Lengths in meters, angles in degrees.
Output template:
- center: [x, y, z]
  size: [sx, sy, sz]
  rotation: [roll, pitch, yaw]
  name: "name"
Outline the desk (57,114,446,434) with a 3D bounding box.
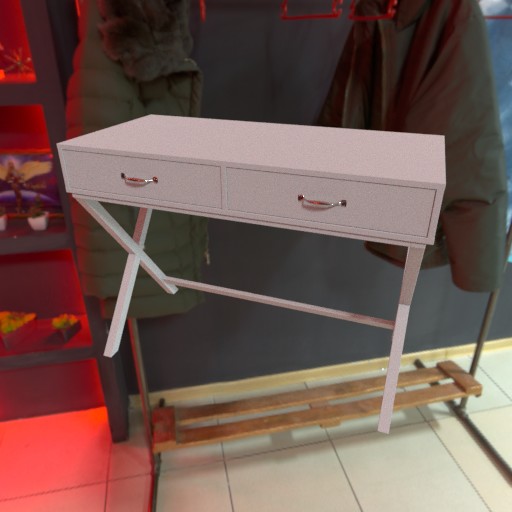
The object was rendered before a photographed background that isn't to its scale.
- center: [0.000, 0.000, 1.505]
  size: [1.057, 0.780, 0.525]
  rotation: [10, 29, 18]
  name: "desk"
